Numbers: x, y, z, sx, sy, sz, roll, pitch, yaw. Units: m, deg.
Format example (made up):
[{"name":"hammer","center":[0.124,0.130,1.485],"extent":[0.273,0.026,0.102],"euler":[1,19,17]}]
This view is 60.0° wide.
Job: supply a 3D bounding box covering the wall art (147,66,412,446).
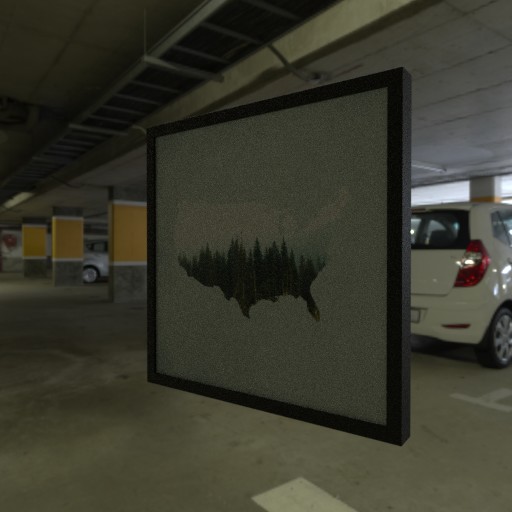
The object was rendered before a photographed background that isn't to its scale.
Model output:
[{"name":"wall art","center":[0.000,0.000,0.757],"extent":[0.509,0.509,0.040],"euler":[0,1,35]}]
